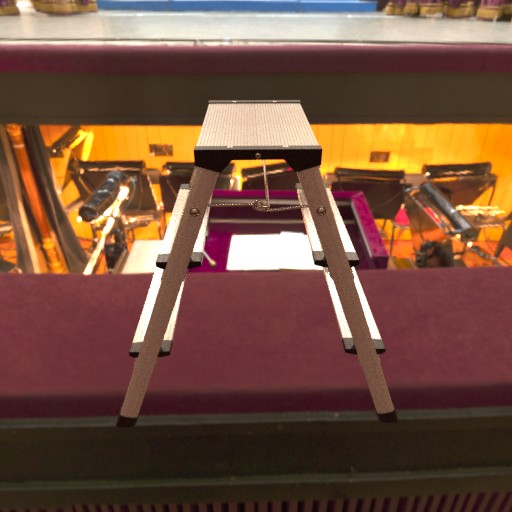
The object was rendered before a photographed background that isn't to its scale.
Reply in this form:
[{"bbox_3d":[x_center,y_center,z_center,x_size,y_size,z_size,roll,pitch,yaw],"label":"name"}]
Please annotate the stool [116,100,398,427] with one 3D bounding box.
[{"bbox_3d":[0.000,0.000,1.000,0.622,0.605,0.437,-1,32,-1],"label":"stool"}]
